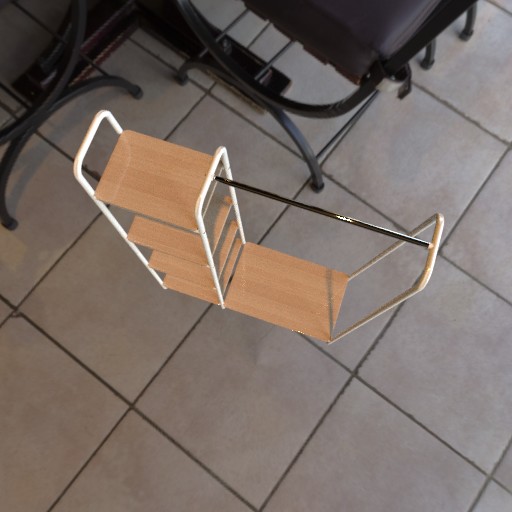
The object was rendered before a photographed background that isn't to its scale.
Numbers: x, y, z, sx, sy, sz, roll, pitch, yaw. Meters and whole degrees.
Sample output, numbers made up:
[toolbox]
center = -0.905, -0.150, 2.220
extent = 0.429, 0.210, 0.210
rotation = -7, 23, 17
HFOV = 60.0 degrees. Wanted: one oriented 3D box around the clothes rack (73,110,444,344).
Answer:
[clothes rack]
center = 0.000, 0.000, 1.921
extent = 1.011, 1.500, 0.400
rotation = 18, 77, 4
